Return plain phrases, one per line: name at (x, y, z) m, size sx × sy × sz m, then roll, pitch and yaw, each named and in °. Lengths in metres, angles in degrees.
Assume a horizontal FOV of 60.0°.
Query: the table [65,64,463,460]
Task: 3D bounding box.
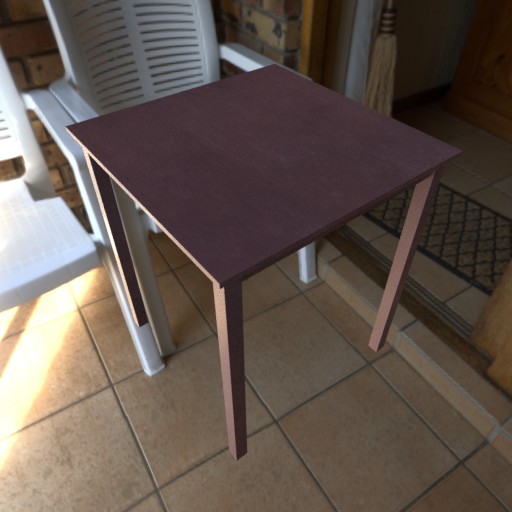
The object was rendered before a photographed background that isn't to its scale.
table at (0.000, 0.000, 1.690) m, size 0.861 × 0.991 × 0.861 m, roll -28°, pitch 50°, yaw -26°
